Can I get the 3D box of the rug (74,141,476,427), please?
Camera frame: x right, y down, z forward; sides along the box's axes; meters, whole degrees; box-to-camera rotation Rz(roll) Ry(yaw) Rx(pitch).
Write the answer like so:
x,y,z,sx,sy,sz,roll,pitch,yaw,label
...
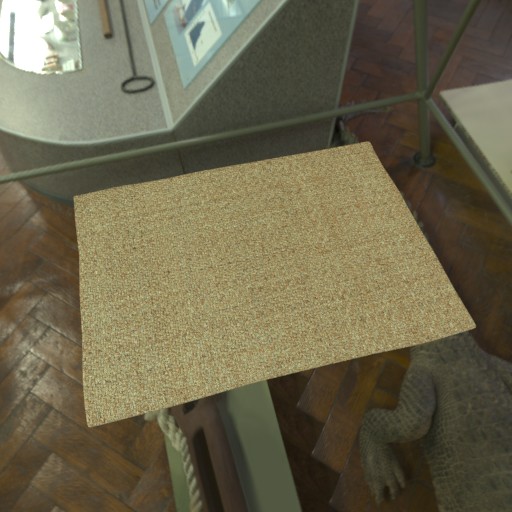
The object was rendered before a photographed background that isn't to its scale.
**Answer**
x,y,z,sx,sy,sz,roll,pitch,yaw,label
0.000,0.000,2.724,2.141,0.013,1.566,-13,58,-8,rug
